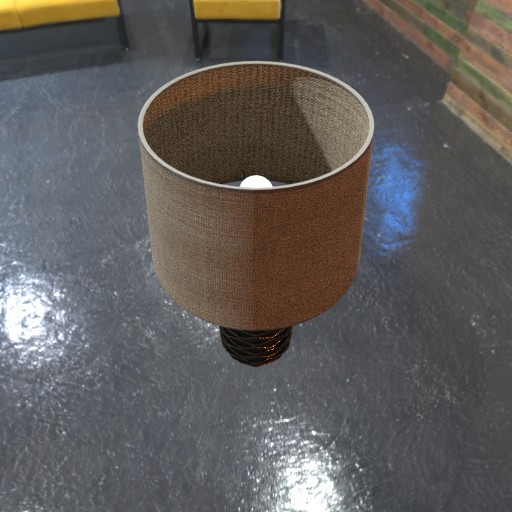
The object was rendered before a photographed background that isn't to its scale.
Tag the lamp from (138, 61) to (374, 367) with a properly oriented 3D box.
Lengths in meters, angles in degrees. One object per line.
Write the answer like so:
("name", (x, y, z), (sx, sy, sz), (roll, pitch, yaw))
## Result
("lamp", (0.000, 0.000, 0.839), (0.376, 0.594, 0.376), (0, 48, 0))
